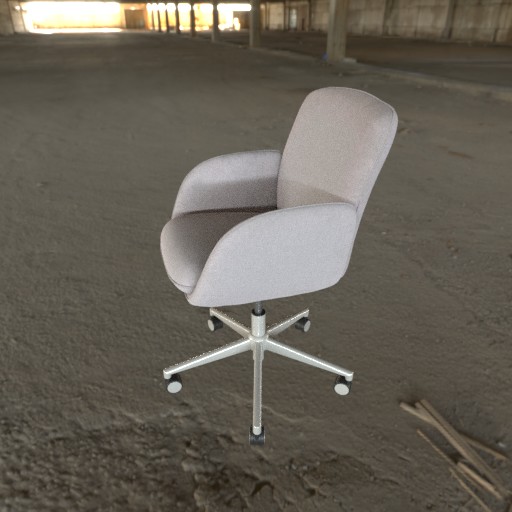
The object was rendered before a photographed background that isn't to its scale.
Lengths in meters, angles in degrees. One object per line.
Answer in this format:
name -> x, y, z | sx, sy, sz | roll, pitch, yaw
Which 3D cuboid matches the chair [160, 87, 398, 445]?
chair -> 0.000, 0.000, 1.396 | 0.654, 0.959, 0.648 | -8, 29, -15
